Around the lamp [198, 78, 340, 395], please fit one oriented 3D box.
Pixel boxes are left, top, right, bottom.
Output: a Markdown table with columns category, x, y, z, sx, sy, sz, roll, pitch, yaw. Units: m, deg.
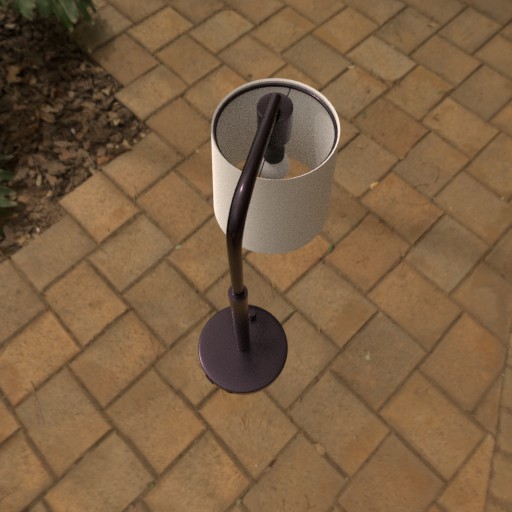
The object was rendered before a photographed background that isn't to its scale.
| category | x | y | z | sx | sy | sz | roll | pitch | yaw |
| --- | --- | --- | --- | --- | --- | --- | --- | --- | --- |
| lamp | 0.000 | 0.000 | 0.647 | 0.171 | 0.489 | 0.333 | 15 | 66 | 7 |
